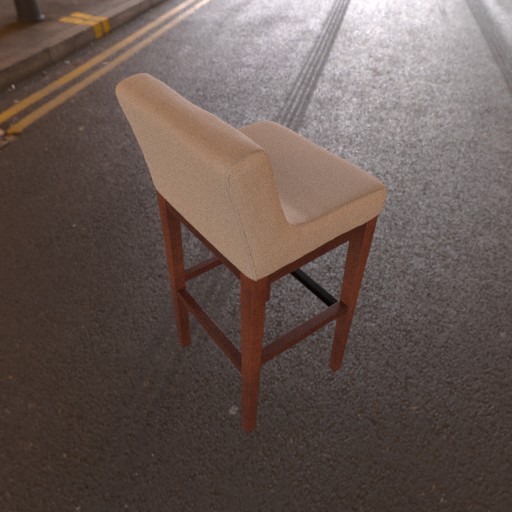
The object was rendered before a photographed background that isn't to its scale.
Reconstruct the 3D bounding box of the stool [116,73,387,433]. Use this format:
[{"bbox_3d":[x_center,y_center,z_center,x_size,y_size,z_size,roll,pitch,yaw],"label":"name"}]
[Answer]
[{"bbox_3d":[0.000,0.000,1.352,0.500,1.037,0.511,-26,48,-26],"label":"stool"}]
